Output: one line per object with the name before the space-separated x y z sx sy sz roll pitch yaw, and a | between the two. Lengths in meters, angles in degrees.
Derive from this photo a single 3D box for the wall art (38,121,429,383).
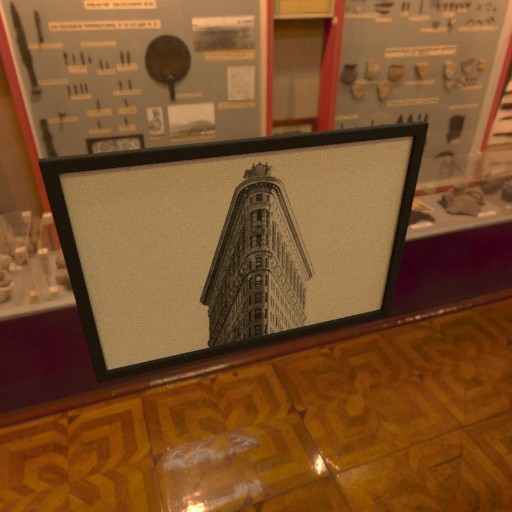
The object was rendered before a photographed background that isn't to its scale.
wall art | 0.000 0.000 1.229 0.958 0.656 0.026 -10 33 -15
